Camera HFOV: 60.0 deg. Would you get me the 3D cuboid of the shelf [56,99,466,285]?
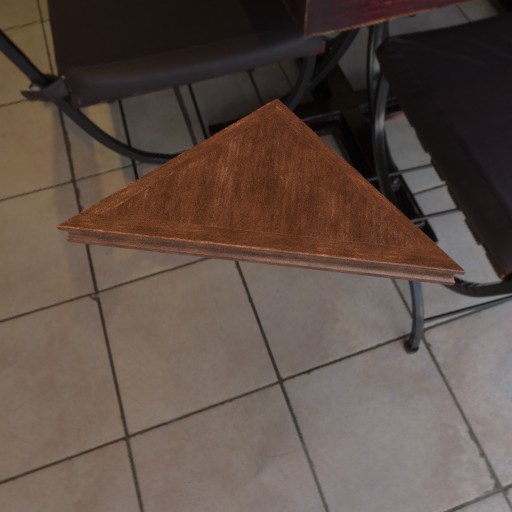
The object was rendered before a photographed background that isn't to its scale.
[{"bbox_3d":[0.000,0.000,0.464,0.296,0.035,0.296,-35,68,-16],"label":"shelf"}]
